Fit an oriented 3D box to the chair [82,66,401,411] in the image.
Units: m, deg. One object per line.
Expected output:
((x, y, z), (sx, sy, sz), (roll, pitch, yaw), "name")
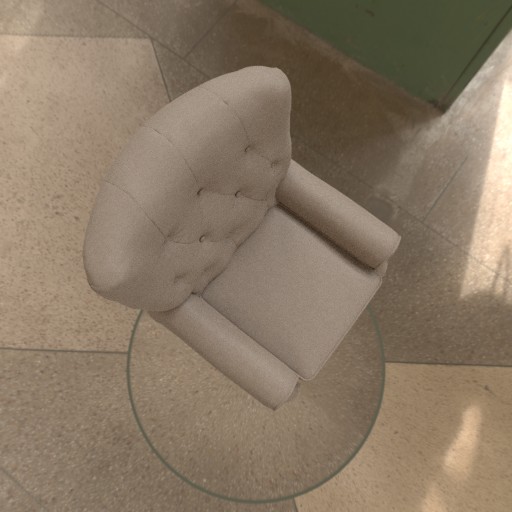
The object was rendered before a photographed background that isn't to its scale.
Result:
((0.000, 0.000, 1.929), (1.041, 1.138, 0.999), (37, 79, 8), "chair")
